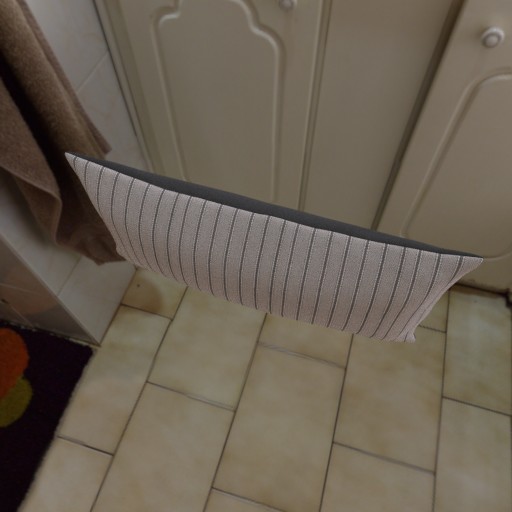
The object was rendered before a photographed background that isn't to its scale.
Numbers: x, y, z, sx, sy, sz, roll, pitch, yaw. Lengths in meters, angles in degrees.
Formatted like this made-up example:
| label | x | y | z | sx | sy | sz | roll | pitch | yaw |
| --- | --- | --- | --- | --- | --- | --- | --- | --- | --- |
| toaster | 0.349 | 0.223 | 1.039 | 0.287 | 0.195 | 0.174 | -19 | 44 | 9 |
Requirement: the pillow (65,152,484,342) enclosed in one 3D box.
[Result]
| label | x | y | z | sx | sy | sz | roll | pitch | yaw |
| --- | --- | --- | --- | --- | --- | --- | --- | --- | --- |
| pillow | 0.000 | 0.000 | 0.737 | 0.609 | 0.305 | 0.151 | 16 | 59 | 10 |
